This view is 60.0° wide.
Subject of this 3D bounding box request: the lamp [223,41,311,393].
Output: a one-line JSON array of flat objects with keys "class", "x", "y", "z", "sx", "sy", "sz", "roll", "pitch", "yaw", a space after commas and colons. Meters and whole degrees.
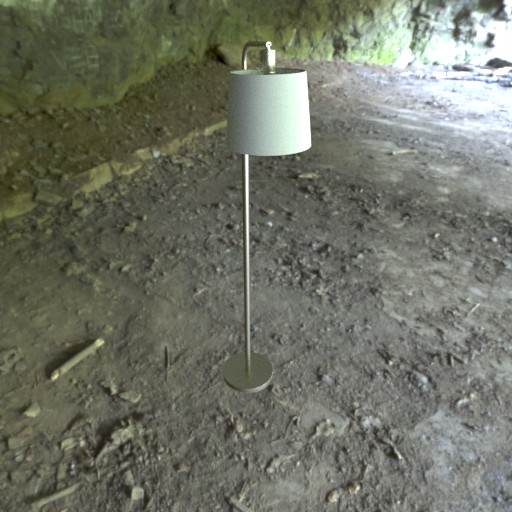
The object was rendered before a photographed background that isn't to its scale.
[{"class": "lamp", "x": 0.000, "y": 0.000, "z": 1.669, "sx": 0.254, "sy": 1.478, "sz": 0.508, "roll": -9, "pitch": 32, "yaw": -15}]
